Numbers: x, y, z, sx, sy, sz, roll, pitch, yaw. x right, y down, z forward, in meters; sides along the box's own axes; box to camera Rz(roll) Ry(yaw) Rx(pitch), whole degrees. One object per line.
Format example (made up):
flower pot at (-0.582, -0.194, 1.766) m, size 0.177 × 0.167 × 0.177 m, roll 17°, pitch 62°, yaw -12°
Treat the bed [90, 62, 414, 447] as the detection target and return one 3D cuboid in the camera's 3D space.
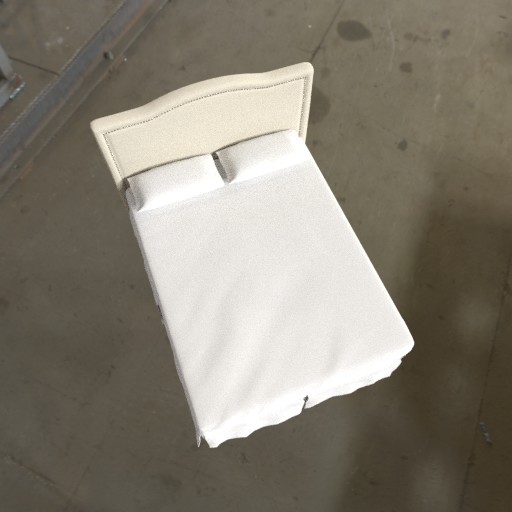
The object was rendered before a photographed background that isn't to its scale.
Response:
bed at (0.000, 0.000, 3.308) m, size 1.741 × 1.449 × 2.196 m, roll -19°, pitch 65°, yaw -9°
